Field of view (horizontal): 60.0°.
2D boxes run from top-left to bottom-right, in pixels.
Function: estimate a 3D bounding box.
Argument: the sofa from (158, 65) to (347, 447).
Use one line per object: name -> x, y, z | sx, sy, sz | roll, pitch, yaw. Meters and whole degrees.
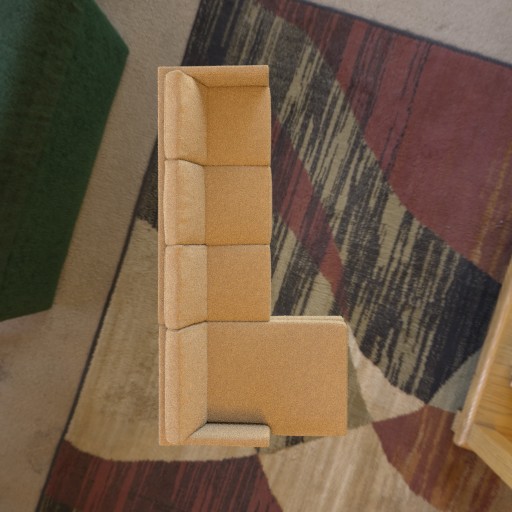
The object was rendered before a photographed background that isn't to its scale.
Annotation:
sofa -> 0.000, 0.000, 3.915 | 1.625, 0.846, 3.186 | 0, 90, 3
